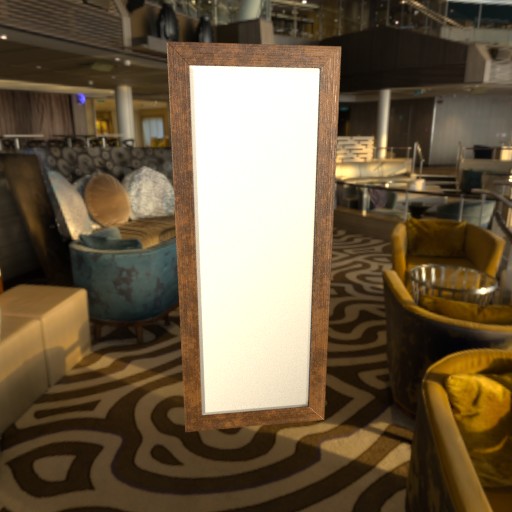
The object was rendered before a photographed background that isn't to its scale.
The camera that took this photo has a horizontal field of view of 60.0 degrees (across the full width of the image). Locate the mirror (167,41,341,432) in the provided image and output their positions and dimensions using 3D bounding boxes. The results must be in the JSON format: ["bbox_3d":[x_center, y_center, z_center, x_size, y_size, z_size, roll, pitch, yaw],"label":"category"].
[{"bbox_3d":[0.000,0.000,2.322,0.812,2.031,0.032,-2,15,-8],"label":"mirror"}]
